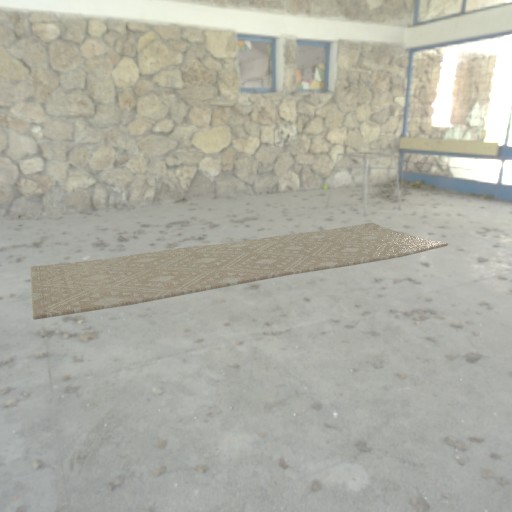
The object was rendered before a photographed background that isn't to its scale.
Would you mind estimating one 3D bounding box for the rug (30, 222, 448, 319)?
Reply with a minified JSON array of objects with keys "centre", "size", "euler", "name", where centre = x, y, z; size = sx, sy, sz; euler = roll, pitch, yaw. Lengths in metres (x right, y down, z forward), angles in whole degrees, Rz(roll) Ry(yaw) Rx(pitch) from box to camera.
[{"centre":[0.000,0.000,2.687],"size":[2.452,0.051,0.752],"euler":[-8,18,-25],"name":"rug"}]
